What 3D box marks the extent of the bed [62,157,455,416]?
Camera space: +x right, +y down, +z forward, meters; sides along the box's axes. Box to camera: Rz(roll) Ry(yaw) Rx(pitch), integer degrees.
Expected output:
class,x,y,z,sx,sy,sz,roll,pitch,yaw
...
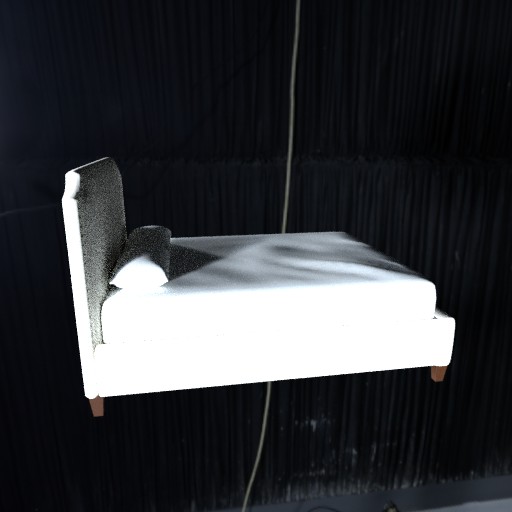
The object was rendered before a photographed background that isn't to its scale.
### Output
class,x,y,z,sx,sy,sz,roll,pitch,yaw
bed,0.000,0.000,3.414,2.365,1.443,1.712,-3,16,-10
